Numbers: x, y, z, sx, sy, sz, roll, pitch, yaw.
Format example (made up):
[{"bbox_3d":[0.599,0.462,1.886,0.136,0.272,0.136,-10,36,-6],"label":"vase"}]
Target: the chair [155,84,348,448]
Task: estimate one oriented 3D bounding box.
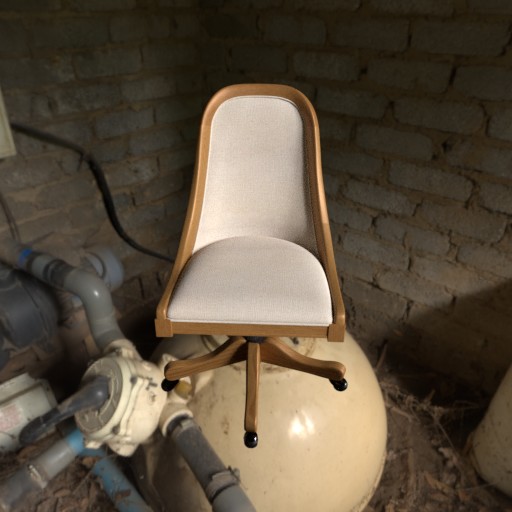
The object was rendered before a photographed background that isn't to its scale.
[{"bbox_3d":[0.000,0.000,1.545,0.702,1.009,0.811,1,30,2],"label":"chair"}]
